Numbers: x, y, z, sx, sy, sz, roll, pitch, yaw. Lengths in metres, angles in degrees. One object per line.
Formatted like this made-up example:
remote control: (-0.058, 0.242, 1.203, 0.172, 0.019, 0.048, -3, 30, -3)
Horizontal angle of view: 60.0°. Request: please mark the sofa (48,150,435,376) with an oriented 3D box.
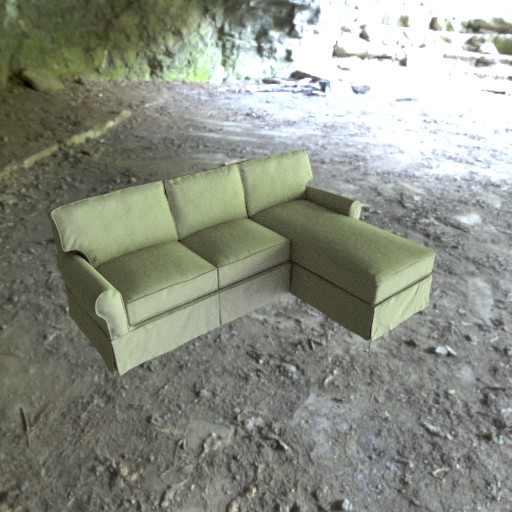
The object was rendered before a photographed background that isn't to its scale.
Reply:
sofa: (0.000, 0.000, 3.353, 2.475, 0.978, 1.733, -21, 35, -34)
